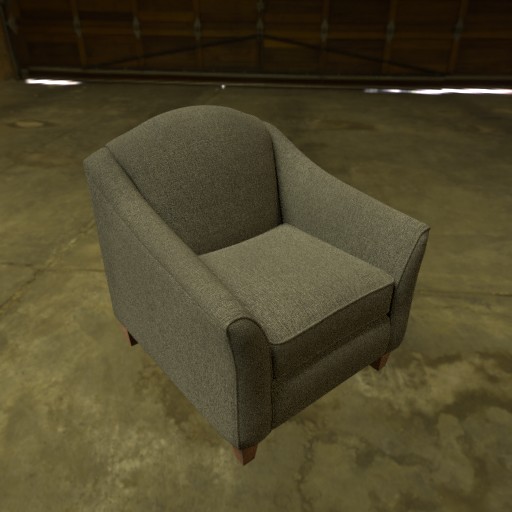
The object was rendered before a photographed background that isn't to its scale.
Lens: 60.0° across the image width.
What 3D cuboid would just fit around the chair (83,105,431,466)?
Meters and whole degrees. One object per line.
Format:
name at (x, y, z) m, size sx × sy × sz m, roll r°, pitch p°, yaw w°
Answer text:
chair at (0.000, 0.000, 1.445) m, size 0.763 × 0.839 × 0.787 m, roll -21°, pitch 36°, yaw -33°
